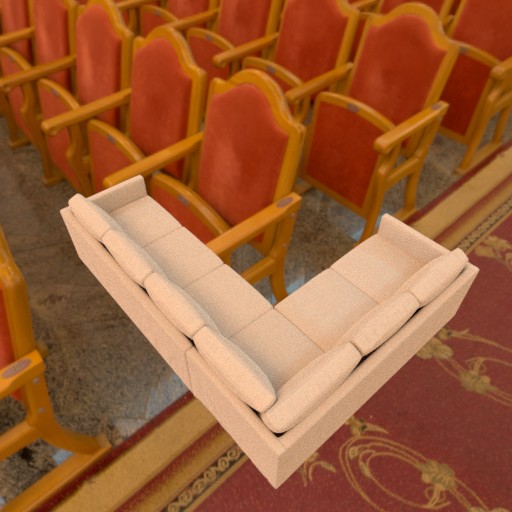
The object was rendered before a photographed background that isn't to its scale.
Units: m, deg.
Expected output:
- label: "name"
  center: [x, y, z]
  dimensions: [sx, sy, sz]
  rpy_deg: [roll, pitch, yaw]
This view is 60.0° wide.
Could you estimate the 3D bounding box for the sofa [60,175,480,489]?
- label: "sofa"
  center: [0.000, 0.000, 4.312]
  dimensions: [2.432, 0.871, 3.182]
  rpy_deg: [-32, 54, -27]
